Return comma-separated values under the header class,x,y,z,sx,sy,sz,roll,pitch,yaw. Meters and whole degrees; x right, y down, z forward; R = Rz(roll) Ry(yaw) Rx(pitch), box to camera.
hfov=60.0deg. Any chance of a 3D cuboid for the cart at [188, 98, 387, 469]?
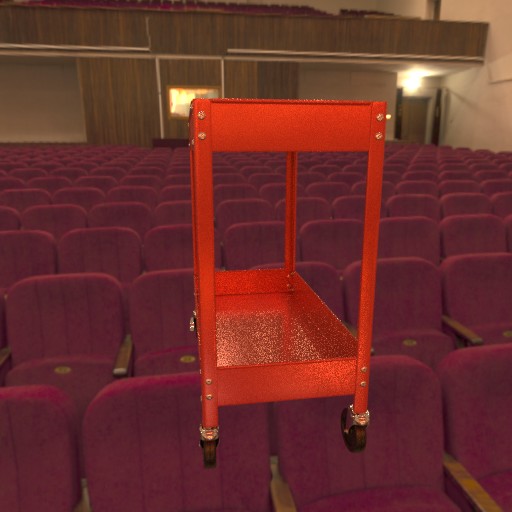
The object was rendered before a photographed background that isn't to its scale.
class,x,y,z,sx,sy,sz,roll,pitch,yaw
cart,0.000,0.000,1.187,0.366,0.719,0.779,-2,14,-9
